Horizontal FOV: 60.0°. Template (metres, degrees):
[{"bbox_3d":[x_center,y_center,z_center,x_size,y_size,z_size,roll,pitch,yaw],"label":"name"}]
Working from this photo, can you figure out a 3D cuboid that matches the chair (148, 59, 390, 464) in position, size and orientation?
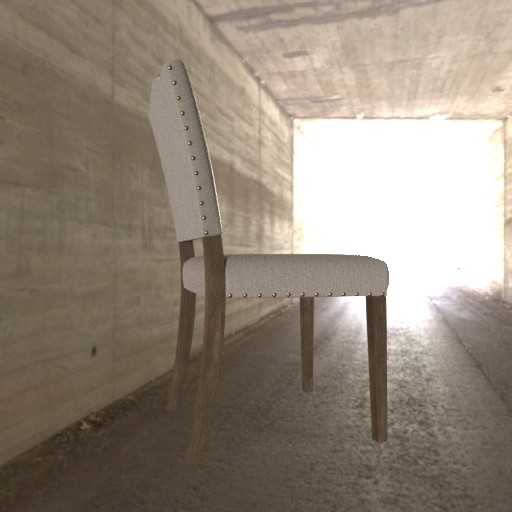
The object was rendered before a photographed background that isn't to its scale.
[{"bbox_3d":[0.000,0.000,1.358,0.620,1.020,0.508,0,0,-19],"label":"chair"}]
